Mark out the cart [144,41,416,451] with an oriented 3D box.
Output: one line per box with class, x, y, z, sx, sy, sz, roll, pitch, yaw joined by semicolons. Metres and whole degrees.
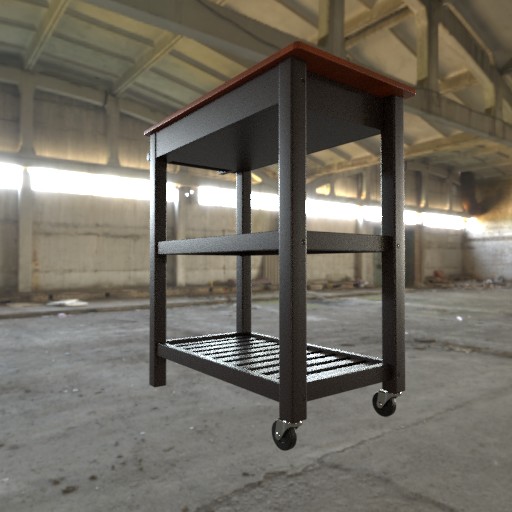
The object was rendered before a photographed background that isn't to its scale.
cart;0.000;0.000;1.455;0.457;0.927;0.899;1;-1;-37
